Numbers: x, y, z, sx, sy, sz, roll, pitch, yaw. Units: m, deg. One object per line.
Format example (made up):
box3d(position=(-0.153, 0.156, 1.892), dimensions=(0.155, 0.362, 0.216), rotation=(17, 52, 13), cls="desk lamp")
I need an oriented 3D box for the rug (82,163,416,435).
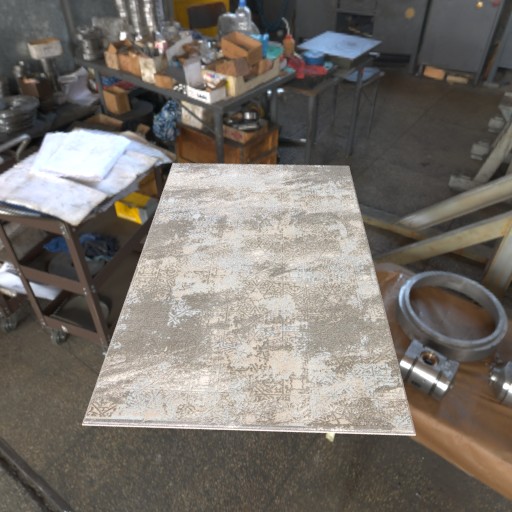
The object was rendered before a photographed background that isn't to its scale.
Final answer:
box3d(position=(0.000, 0.000, 2.951), dimensions=(1.536, 0.012, 2.431), rotation=(1, 41, 1), cls="rug")
